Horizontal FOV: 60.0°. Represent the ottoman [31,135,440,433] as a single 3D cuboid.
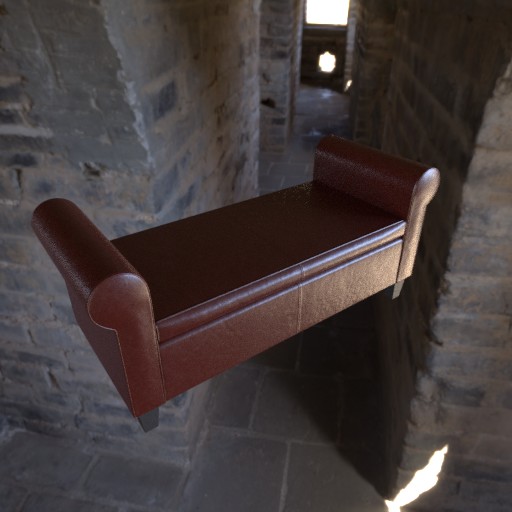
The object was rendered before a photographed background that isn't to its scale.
[{"bbox_3d":[0.000,0.000,1.540,1.256,0.547,0.521,-21,37,-30],"label":"ottoman"}]
